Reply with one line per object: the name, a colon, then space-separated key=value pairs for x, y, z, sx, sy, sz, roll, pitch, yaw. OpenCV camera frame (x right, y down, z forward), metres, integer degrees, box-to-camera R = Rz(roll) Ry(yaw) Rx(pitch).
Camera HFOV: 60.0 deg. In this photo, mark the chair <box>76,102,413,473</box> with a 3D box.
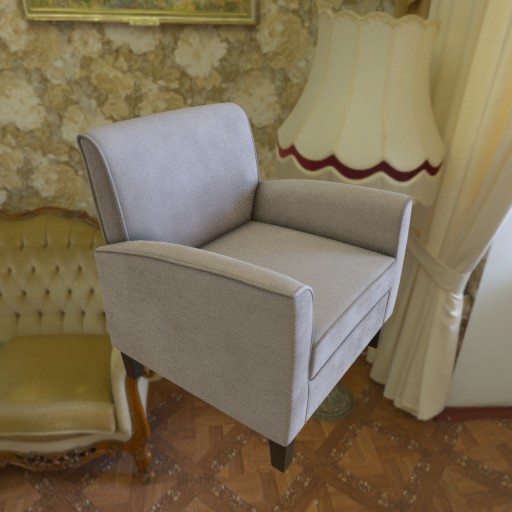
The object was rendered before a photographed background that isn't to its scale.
chair: x=0.000 y=0.000 z=1.569 sx=0.821 sy=0.915 sz=0.820 roll=18 pitch=33 yaw=31
